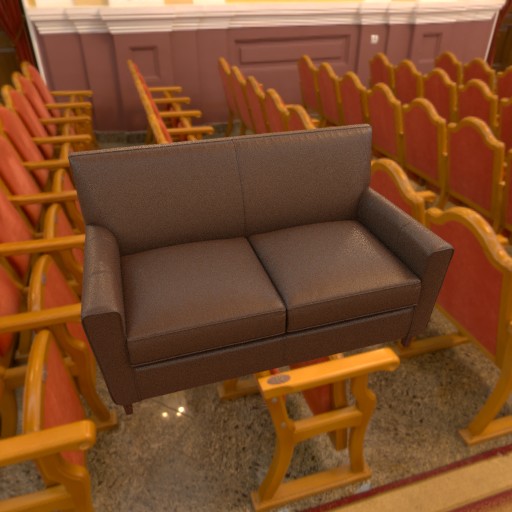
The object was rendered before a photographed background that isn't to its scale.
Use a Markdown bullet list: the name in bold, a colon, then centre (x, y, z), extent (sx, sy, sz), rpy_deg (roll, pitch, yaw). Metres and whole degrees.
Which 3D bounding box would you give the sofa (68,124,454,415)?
- **sofa**: centre (0.000, 0.000, 2.026), extent (1.468, 0.859, 0.853), rpy_deg (-10, 34, -14)
